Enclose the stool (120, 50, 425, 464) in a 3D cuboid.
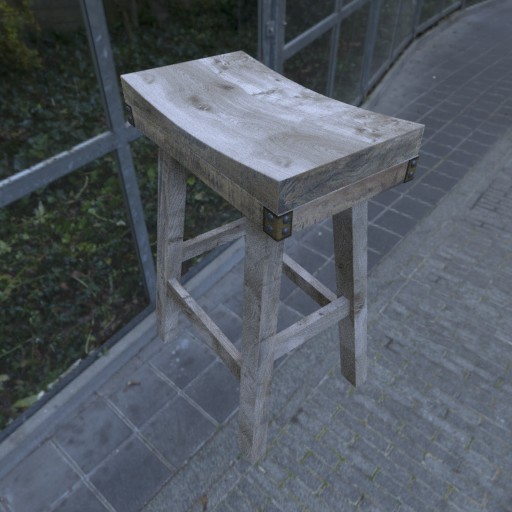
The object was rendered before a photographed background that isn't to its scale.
[{"bbox_3d":[0.000,0.000,0.884,0.330,0.635,0.450,-25,46,-27],"label":"stool"}]
